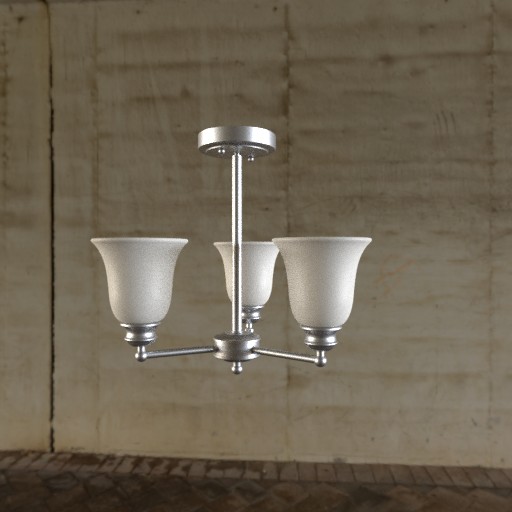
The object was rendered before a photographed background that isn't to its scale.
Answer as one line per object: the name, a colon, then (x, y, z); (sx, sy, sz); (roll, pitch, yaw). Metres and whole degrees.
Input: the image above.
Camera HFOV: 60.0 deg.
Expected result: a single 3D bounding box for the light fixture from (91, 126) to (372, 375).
light fixture: (0.000, 0.000, 0.669); (0.354, 0.370, 0.388); (0, 1, 37)
